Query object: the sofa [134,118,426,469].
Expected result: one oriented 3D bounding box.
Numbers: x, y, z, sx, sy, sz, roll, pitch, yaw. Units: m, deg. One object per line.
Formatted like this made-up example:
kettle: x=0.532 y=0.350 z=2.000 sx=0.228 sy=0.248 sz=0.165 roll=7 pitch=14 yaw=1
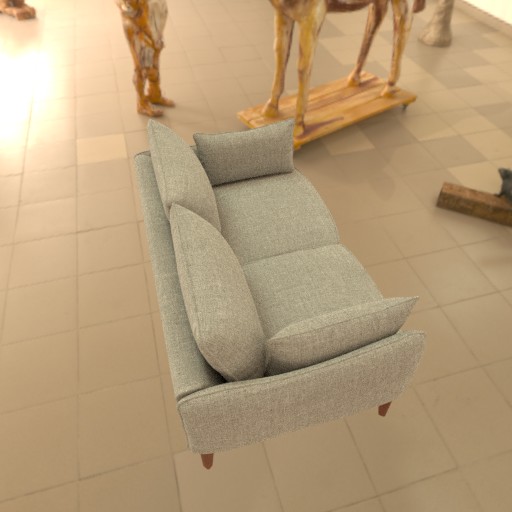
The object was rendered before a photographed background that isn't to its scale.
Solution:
sofa: x=0.000 y=0.000 z=2.136 sx=0.972 sy=0.851 sz=1.580 roll=-12 pitch=47 yaw=-11
